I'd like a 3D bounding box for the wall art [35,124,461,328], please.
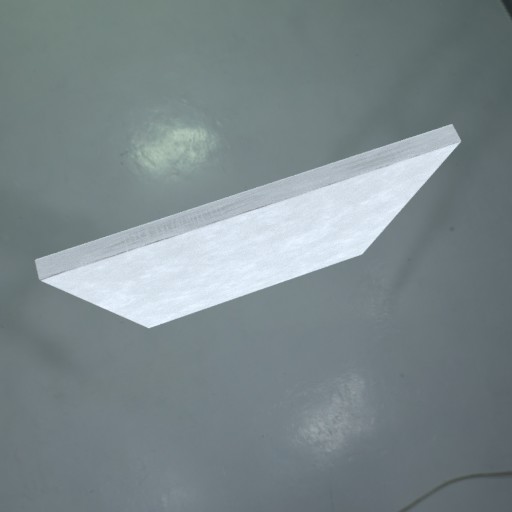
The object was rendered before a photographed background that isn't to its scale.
[{"bbox_3d":[0.000,0.000,0.448,0.303,0.303,0.015,-19,76,-5],"label":"wall art"}]
